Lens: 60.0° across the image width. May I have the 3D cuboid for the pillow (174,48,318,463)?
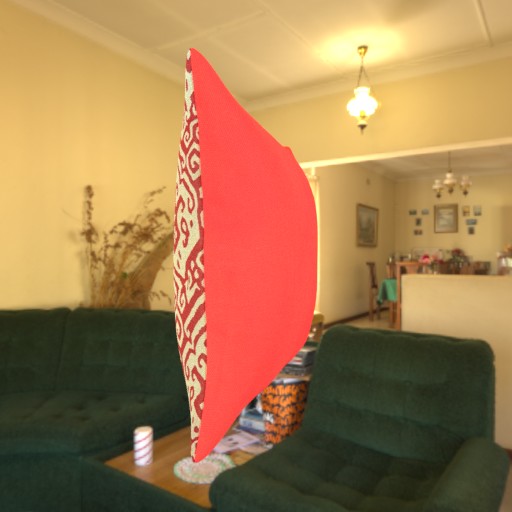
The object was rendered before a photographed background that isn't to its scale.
[{"bbox_3d":[0.000,0.000,0.785,0.192,0.507,0.522,0,0,17],"label":"pillow"}]
